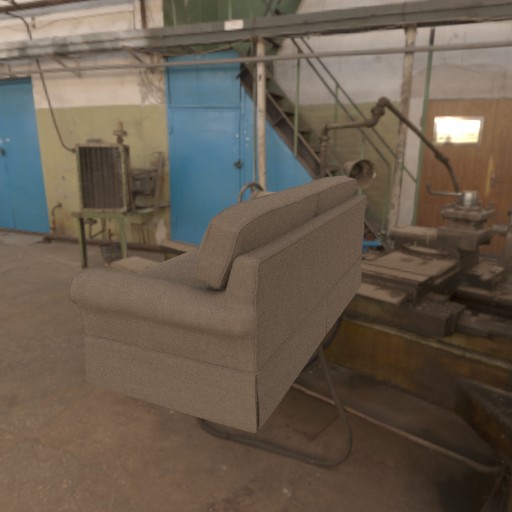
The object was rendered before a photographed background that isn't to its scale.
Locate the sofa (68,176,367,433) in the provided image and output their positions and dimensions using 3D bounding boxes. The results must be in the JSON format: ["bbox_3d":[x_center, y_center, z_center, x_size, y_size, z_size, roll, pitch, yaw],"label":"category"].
[{"bbox_3d":[0.000,0.000,2.871,0.991,0.943,2.248,7,17,24],"label":"sofa"}]
